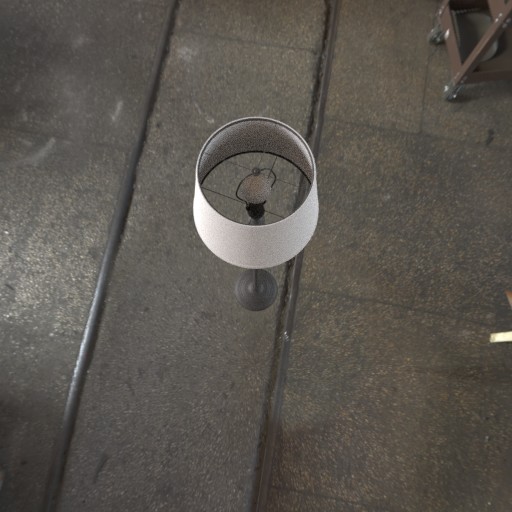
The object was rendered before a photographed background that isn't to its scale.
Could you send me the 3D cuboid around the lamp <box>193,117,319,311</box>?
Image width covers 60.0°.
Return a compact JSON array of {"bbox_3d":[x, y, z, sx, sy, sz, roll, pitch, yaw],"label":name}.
[{"bbox_3d":[0.000,0.000,1.667,0.327,1.506,0.327,-23,77,-6],"label":"lamp"}]
